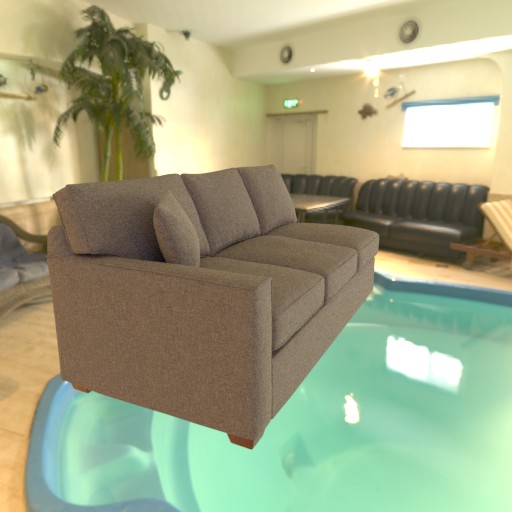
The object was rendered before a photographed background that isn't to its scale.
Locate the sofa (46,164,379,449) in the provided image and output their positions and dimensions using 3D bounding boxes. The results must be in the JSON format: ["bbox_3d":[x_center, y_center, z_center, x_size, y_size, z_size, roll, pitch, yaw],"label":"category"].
[{"bbox_3d":[0.000,0.000,2.532,1.034,0.946,1.963,7,16,26],"label":"sofa"}]
